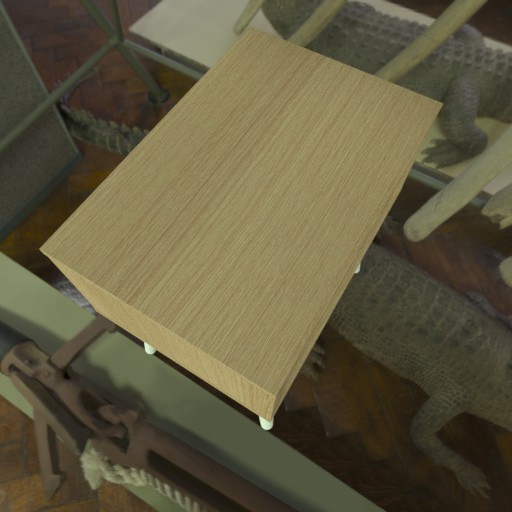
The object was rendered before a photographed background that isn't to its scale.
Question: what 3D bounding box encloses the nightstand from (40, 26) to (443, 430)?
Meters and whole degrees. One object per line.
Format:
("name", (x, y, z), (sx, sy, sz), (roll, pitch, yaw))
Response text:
("nightstand", (0.000, 0.000, 0.969), (0.407, 0.610, 0.571), (29, 66, 14))
